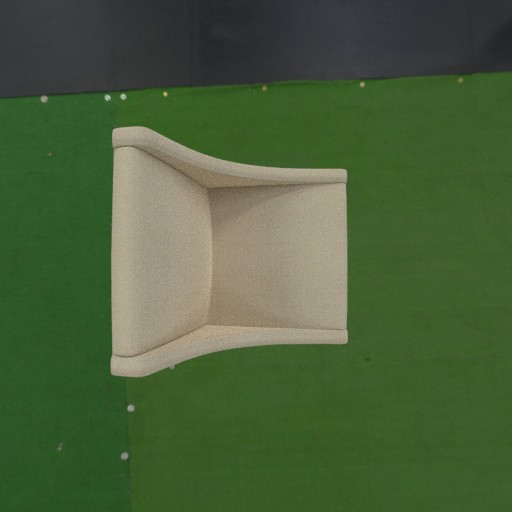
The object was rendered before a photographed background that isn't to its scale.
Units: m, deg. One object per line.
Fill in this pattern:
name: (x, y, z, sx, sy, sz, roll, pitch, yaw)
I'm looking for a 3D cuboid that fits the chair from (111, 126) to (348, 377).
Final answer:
chair: (0.000, 0.000, 1.426, 0.611, 1.021, 0.575, 0, 89, 1)
